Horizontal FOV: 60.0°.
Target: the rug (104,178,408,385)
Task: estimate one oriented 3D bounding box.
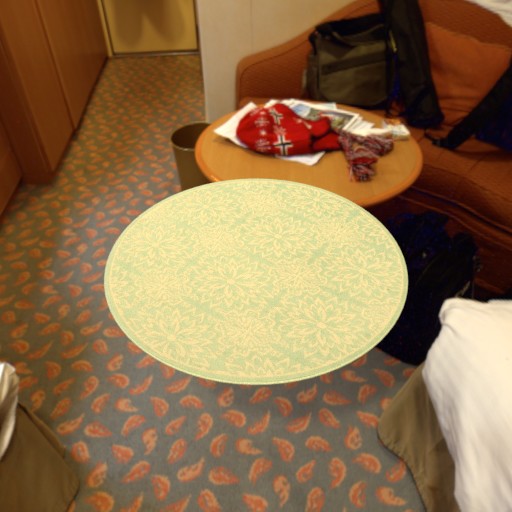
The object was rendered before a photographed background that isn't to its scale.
[{"bbox_3d":[0.000,0.000,2.398,1.593,0.012,1.593,0,41,0],"label":"rug"}]
